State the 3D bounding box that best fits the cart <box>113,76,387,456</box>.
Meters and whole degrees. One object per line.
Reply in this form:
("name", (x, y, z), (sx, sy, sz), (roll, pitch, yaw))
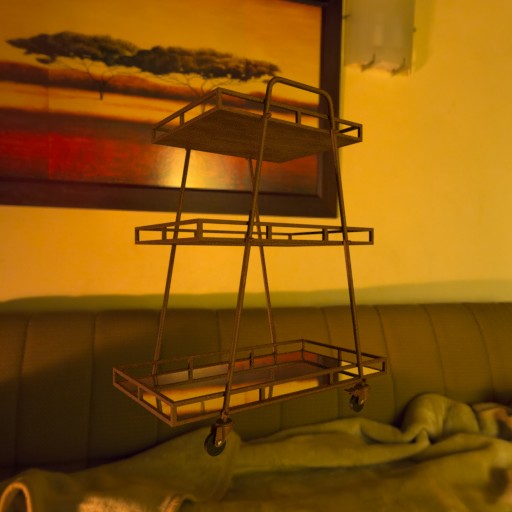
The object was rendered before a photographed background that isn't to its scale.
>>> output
("cart", (0.000, 0.000, 1.294), (0.711, 0.883, 0.441), (0, 0, -36))
